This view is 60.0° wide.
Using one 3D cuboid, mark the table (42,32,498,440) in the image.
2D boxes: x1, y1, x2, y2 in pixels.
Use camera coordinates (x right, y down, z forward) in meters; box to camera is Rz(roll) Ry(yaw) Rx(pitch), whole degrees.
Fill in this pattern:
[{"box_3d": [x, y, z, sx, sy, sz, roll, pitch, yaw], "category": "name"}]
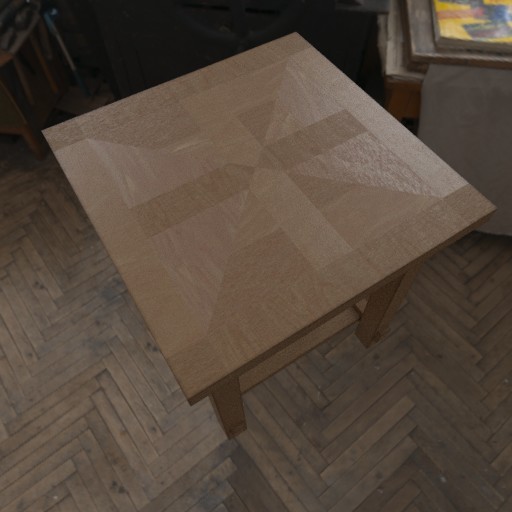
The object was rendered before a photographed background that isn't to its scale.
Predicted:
[{"box_3d": [0.000, 0.000, 1.094, 0.610, 0.638, 0.612, -28, 63, -16], "category": "table"}]
